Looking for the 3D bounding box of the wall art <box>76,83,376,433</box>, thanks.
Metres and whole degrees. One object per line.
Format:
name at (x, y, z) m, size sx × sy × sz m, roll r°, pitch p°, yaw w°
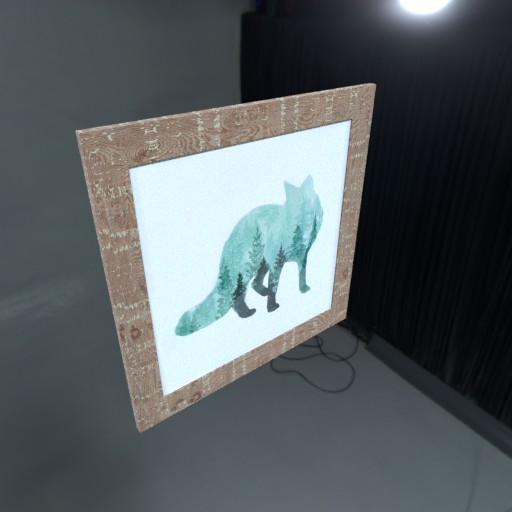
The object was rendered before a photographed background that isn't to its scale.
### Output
wall art at (0.000, 0.000, 0.576) m, size 0.384 × 0.384 × 0.012 m, roll -21°, pitch 37°, yaw -32°
